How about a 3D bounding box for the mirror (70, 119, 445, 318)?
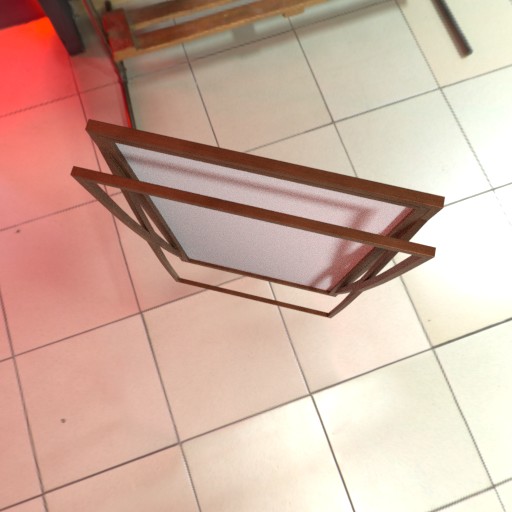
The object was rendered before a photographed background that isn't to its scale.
[{"bbox_3d":[0.000,0.000,0.929,0.468,0.768,0.082,13,77,3],"label":"mirror"}]
